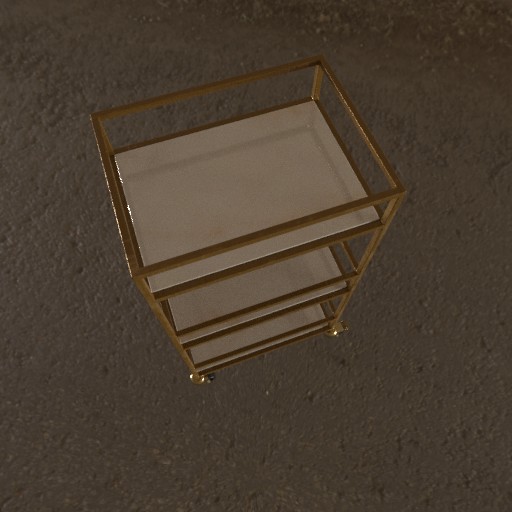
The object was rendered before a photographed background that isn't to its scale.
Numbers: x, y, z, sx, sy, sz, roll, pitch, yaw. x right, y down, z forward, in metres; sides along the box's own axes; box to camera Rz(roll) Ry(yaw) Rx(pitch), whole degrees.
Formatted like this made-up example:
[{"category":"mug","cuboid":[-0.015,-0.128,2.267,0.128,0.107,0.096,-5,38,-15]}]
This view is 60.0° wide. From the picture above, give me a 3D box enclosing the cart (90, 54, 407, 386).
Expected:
[{"category":"cart","cuboid":[0.000,0.000,1.019,0.483,0.761,0.332,-18,65,-9]}]
